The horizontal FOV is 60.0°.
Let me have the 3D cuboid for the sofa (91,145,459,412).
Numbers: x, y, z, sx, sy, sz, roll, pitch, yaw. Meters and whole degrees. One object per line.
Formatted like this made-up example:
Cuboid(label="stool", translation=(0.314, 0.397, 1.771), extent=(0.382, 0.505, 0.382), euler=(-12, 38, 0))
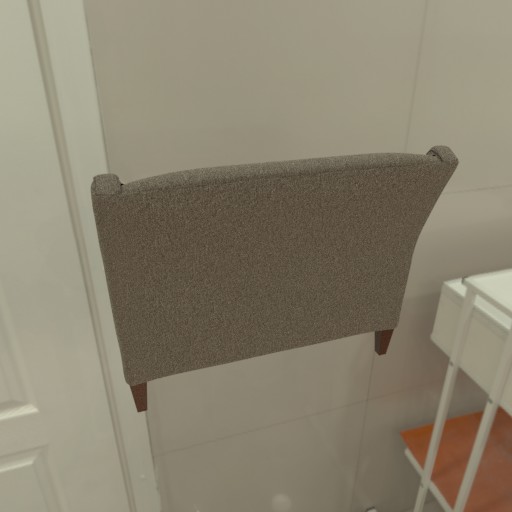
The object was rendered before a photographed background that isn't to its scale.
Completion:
Cuboid(label="sofa", translation=(0.000, 0.000, 1.937), extent=(1.242, 1.026, 0.862), euler=(-8, 28, -17))
